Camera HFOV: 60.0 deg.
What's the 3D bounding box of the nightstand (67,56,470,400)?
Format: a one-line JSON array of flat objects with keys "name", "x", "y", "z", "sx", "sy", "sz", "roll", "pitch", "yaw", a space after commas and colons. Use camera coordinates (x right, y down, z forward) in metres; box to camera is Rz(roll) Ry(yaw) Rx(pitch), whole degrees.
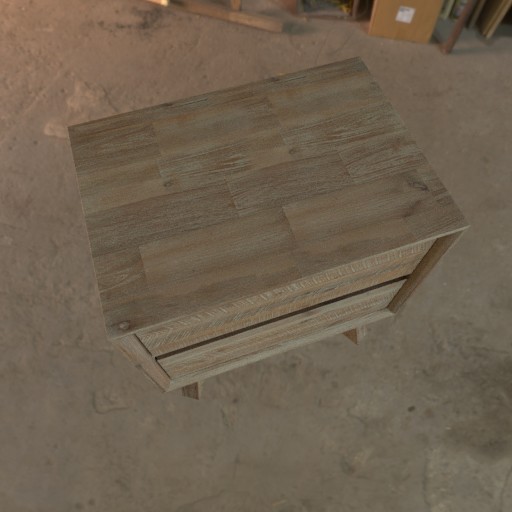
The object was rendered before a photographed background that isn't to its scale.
[{"name": "nightstand", "x": 0.000, "y": 0.000, "z": 0.978, "sx": 0.552, "sy": 0.589, "sz": 0.396, "roll": -17, "pitch": 64, "yaw": -8}]
